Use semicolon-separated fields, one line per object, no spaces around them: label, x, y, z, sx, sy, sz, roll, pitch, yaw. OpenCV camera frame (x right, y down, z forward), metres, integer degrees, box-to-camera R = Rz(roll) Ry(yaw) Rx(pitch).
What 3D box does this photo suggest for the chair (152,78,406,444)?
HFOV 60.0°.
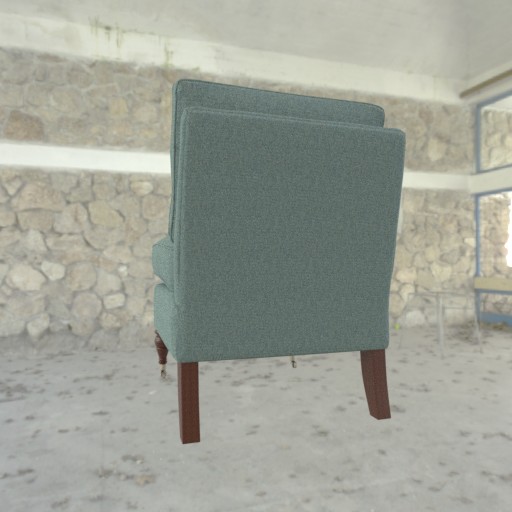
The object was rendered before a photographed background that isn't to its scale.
chair;0.000;0.000;1.445;0.624;0.901;0.796;0;-1;-18
